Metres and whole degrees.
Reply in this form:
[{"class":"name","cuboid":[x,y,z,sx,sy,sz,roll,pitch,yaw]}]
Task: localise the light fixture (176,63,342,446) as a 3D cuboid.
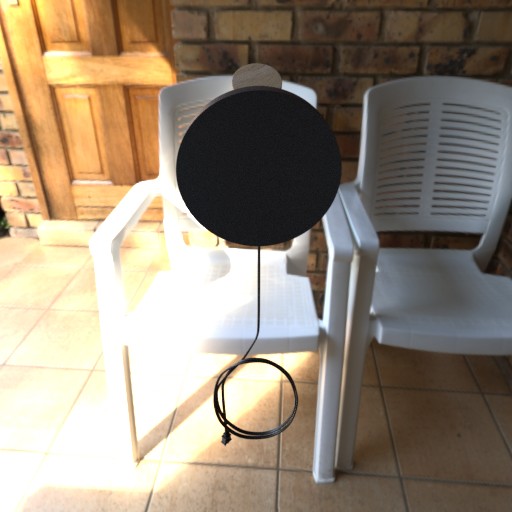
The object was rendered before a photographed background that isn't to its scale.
[{"class":"light fixture","cuboid":[0.000,0.000,0.492,0.127,0.401,0.203,-1,30,-1]}]
